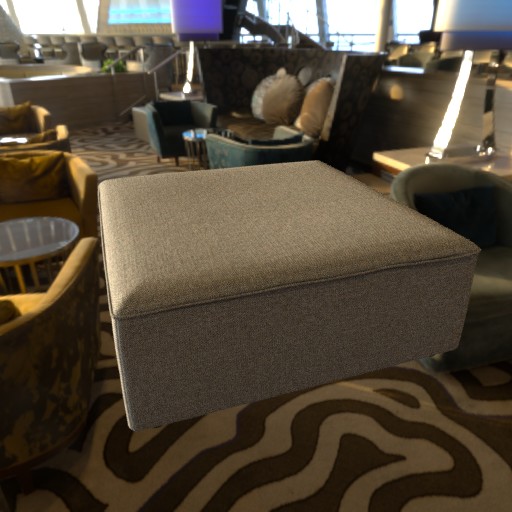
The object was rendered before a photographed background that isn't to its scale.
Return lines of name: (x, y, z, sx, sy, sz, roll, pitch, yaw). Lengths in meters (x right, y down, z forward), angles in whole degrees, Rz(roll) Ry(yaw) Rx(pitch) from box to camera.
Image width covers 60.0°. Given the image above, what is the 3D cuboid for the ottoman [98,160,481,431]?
ottoman: (0.000, 0.000, 1.577, 1.017, 0.423, 1.023, -9, 28, -17)
